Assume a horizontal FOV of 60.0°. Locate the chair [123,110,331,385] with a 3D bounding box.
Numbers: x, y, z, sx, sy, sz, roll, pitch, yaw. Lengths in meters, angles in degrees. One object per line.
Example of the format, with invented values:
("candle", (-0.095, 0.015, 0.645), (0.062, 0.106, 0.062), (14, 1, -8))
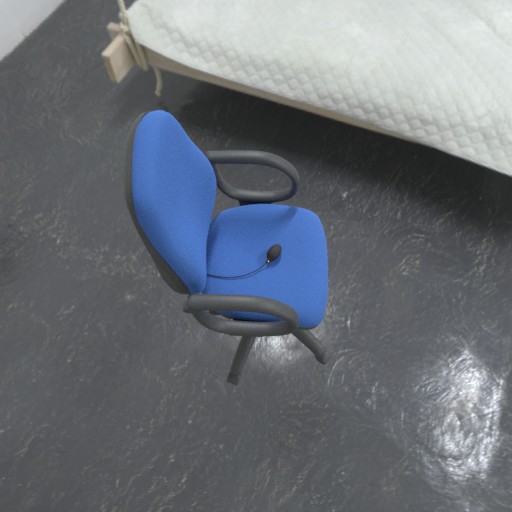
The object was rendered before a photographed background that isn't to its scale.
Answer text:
("chair", (0.000, 0.000, 1.257), (0.549, 0.905, 0.552), (3, 62, 1))
